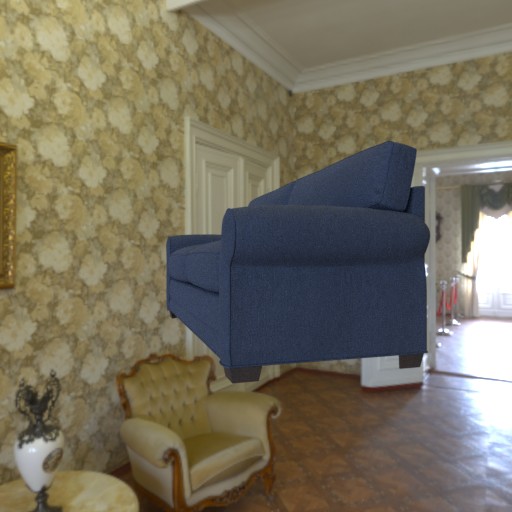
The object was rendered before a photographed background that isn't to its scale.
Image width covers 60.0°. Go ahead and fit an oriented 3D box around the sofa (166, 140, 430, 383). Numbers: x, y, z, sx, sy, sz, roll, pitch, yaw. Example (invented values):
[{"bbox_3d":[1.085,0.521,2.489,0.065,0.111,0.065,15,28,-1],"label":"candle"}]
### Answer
[{"bbox_3d":[0.000,0.000,2.900,0.954,1.026,2.391,0,-1,-17],"label":"sofa"}]
